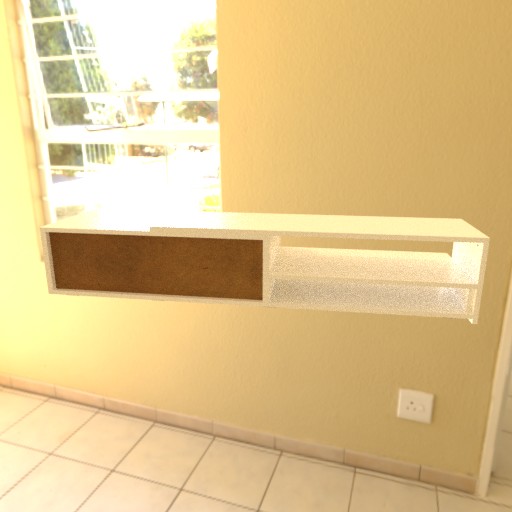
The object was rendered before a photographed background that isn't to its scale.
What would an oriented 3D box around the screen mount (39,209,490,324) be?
[{"bbox_3d":[0.000,0.000,1.878,1.680,0.320,0.420,2,16,9],"label":"screen mount"}]
